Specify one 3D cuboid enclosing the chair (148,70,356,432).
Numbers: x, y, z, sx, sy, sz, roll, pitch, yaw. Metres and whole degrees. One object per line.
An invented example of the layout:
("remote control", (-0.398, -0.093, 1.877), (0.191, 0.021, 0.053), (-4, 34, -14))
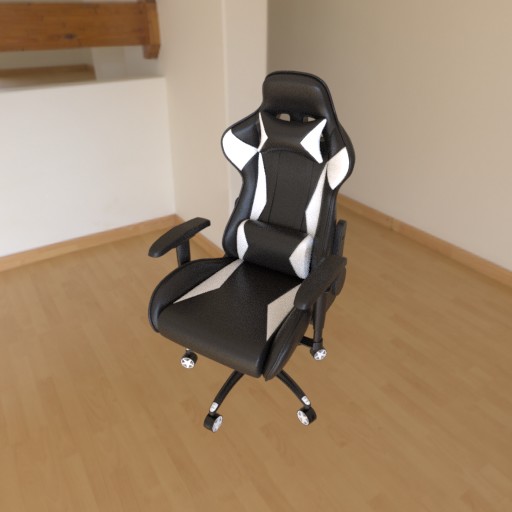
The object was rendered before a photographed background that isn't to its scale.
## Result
("chair", (0.000, 0.000, 1.725), (0.730, 1.285, 0.695), (17, 34, 27))
